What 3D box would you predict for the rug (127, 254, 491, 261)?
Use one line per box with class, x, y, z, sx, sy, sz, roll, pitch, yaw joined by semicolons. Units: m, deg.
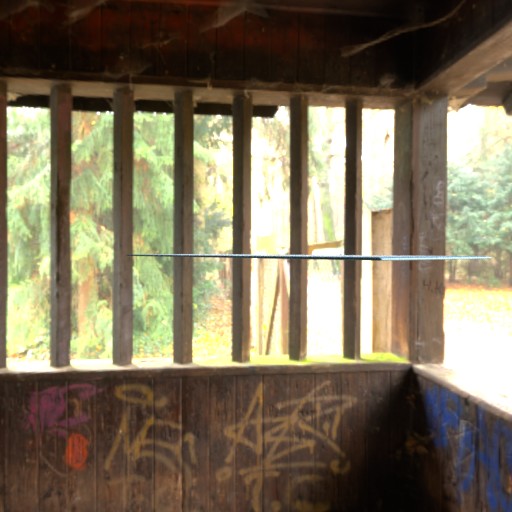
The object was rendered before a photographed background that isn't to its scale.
rug;0.000;0.000;2.408;0.662;0.011;2.196;0;1;-36
